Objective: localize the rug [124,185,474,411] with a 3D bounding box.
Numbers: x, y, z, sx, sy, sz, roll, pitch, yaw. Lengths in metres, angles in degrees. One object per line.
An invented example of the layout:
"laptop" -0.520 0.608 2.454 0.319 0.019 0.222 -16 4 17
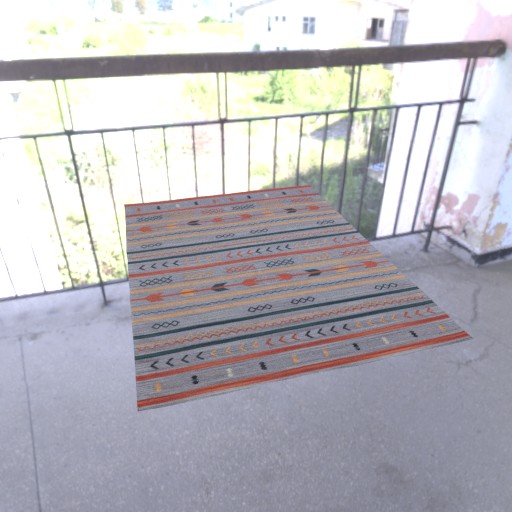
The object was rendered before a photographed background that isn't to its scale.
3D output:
"rug" 0.000 0.000 4.029 2.263 0.022 3.029 -8 31 -14
